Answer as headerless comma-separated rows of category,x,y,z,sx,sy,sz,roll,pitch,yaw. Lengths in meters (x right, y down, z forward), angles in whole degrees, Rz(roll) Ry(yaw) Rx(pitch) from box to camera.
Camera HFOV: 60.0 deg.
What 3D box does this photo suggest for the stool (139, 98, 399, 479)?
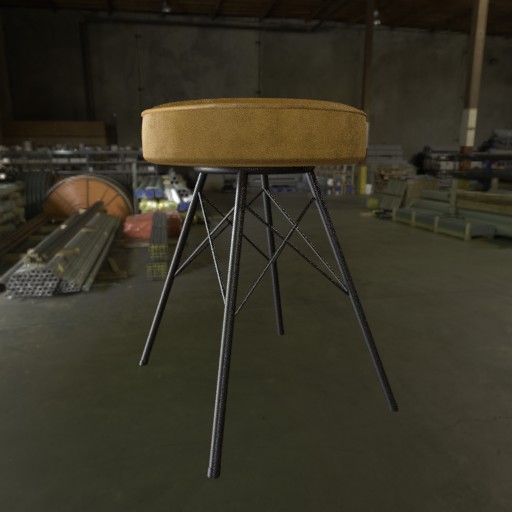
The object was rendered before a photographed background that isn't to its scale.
stool,0.000,0.000,0.929,0.438,0.595,0.472,-6,15,-26
